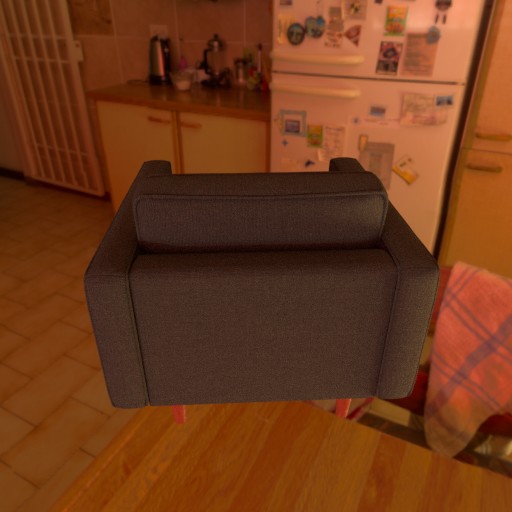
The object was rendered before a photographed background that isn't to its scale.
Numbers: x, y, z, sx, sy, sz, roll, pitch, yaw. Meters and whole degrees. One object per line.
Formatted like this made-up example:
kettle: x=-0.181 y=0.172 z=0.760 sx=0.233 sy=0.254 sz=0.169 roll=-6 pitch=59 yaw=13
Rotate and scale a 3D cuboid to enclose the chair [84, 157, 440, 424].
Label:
chair: x=0.000 y=0.000 z=1.561 sx=0.899 sy=0.770 sz=0.919 roll=-1 pitch=30 yaw=-2
